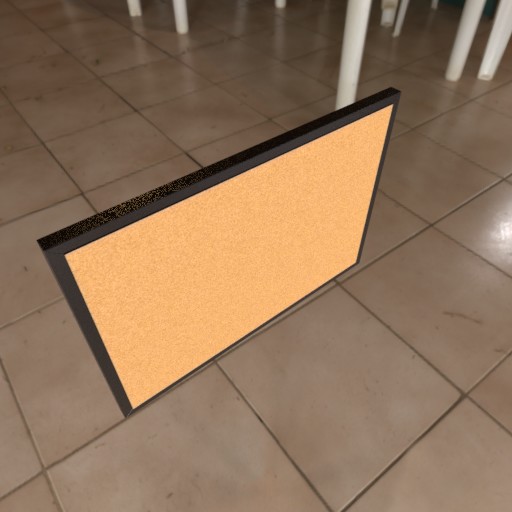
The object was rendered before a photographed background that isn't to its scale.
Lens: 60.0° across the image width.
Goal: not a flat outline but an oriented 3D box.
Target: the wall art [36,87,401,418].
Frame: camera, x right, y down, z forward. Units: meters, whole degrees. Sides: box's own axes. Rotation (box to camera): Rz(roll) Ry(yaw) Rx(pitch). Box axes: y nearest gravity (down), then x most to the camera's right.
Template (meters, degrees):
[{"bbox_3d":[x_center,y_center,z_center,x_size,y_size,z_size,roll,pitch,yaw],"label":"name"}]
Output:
[{"bbox_3d":[0.000,0.000,0.835,0.657,0.458,0.027,-30,53,-26],"label":"wall art"}]
